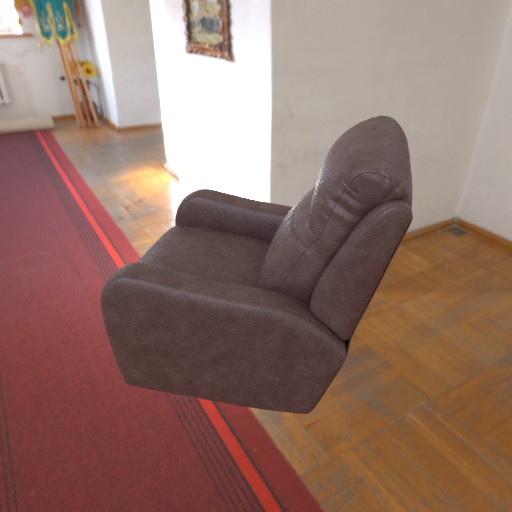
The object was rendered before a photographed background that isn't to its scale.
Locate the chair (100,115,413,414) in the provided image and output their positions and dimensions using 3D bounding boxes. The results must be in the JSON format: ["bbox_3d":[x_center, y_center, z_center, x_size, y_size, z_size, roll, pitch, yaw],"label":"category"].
[{"bbox_3d":[0.000,0.000,1.821,1.067,1.067,0.865,8,32,12],"label":"chair"}]
